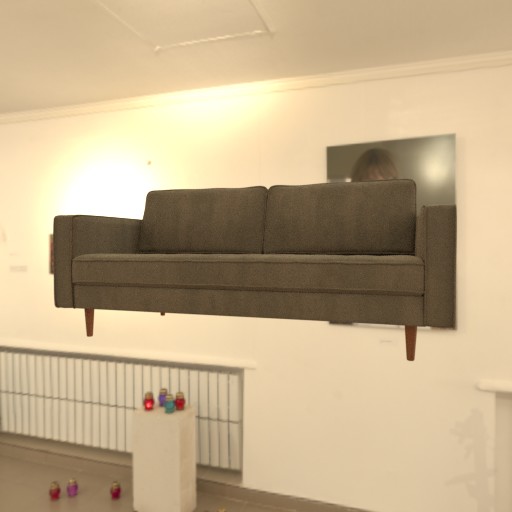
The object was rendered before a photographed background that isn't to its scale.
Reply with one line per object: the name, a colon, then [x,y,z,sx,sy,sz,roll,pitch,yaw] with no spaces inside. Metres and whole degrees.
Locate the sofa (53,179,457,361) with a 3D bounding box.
sofa: [0.000,0.000,2.388,1.920,0.825,0.924,0,1,18]
